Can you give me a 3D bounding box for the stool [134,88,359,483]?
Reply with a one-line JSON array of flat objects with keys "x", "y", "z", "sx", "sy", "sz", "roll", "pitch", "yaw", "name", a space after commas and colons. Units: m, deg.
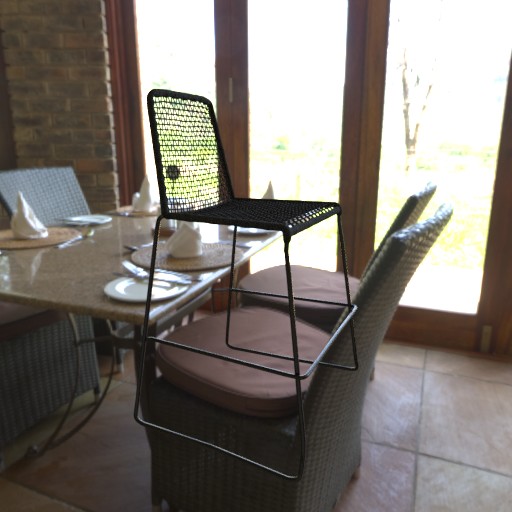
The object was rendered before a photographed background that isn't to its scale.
[{"x": 0.000, "y": 0.000, "z": 1.267, "sx": 0.509, "sy": 0.905, "sz": 0.590, "roll": 7, "pitch": 16, "yaw": 25, "name": "stool"}]
